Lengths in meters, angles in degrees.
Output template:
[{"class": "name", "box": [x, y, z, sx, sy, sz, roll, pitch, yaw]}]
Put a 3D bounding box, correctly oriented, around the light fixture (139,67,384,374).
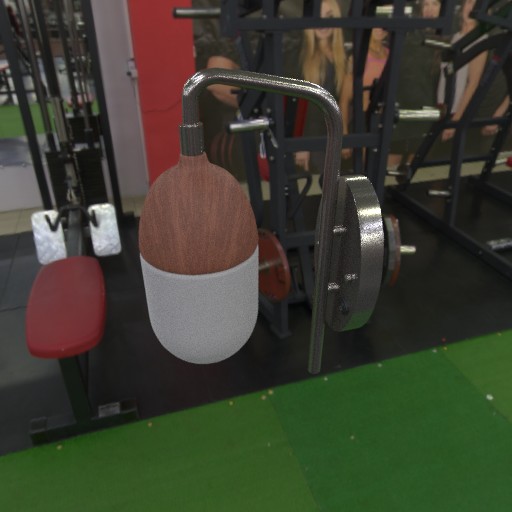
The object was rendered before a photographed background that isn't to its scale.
[{"class": "light fixture", "box": [0.000, 0.000, 0.431, 0.216, 0.343, 0.108, -8, 32, -14]}]
